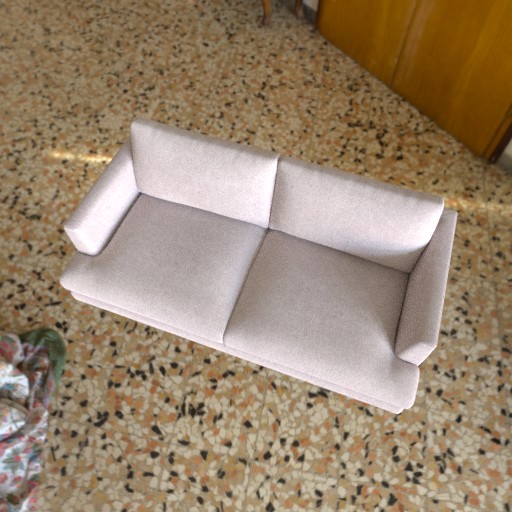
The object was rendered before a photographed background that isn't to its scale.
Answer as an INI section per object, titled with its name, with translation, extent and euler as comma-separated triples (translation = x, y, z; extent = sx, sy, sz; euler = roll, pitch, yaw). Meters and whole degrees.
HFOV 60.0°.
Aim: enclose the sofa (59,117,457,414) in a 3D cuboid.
[sofa]
translation = 0.000, 0.000, 2.473
extent = 1.948, 0.868, 1.020
euler = 17, 59, 11
